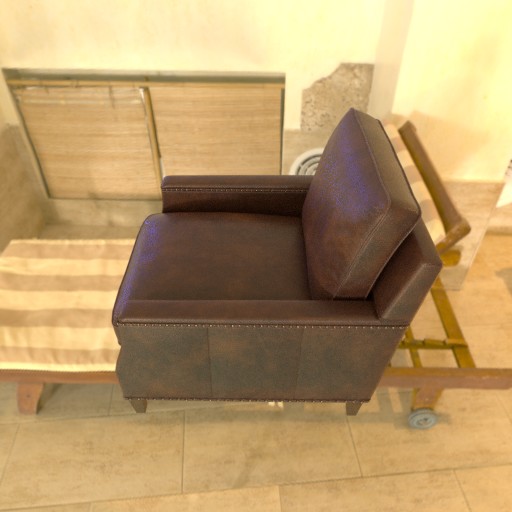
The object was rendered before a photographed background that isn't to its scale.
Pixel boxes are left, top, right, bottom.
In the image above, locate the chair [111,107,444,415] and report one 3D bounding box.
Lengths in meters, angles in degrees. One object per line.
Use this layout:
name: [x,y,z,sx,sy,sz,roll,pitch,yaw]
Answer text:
chair: [0.000,0.000,1.711,1.014,0.929,0.853,1,41,1]
